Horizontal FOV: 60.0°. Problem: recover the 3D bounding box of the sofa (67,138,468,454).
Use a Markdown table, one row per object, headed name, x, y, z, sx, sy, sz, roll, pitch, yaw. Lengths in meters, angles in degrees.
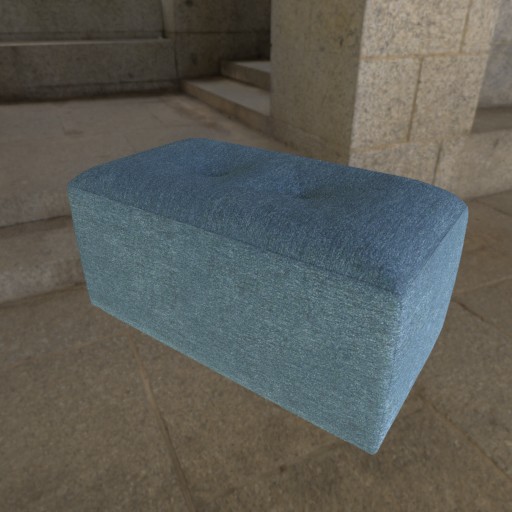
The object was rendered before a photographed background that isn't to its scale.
| name | x | y | z | sx | sy | sz | roll | pitch | yaw |
| --- | --- | --- | --- | --- | --- | --- | --- | --- | --- |
| sofa | 0.000 | 0.000 | 1.188 | 0.930 | 0.470 | 0.480 | 19 | 35 | 30 |
